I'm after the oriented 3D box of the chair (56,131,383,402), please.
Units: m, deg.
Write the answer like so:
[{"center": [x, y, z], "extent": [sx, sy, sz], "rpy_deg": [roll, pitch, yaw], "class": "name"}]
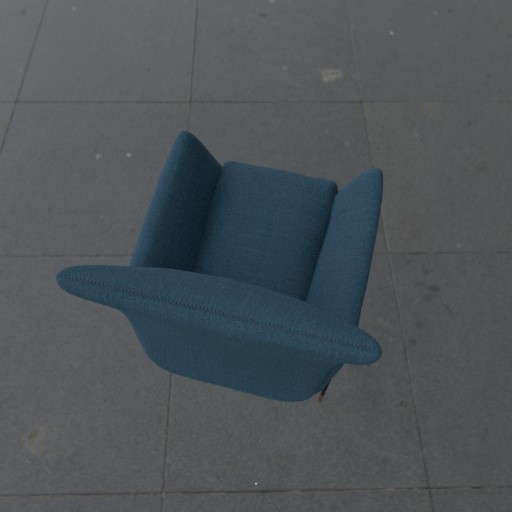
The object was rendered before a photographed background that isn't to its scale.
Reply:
[{"center": [0.000, 0.000, 1.400], "extent": [0.678, 0.859, 0.769], "rpy_deg": [13, 64, 6], "class": "chair"}]
